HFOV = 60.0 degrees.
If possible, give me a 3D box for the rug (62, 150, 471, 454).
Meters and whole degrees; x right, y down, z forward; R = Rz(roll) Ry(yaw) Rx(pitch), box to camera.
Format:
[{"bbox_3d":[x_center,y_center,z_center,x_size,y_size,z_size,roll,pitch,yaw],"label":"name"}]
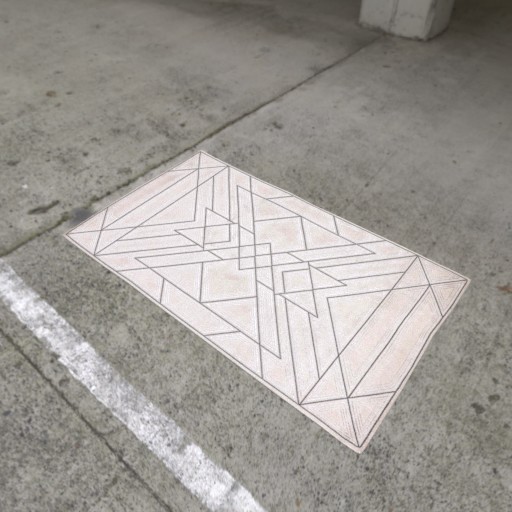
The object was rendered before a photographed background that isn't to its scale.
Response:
[{"bbox_3d":[0.000,0.000,1.077,0.869,0.008,0.511,30,53,26],"label":"rug"}]
